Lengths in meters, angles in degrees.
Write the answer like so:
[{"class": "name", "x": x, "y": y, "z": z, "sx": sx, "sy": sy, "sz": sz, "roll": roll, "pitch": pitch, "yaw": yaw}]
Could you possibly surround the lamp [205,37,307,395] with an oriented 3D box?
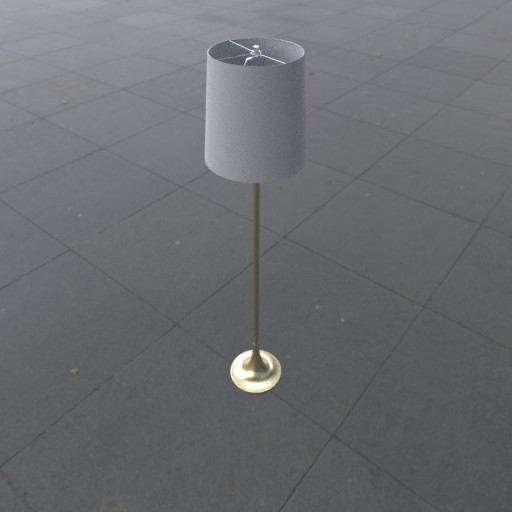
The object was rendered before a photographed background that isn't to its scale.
[{"class": "lamp", "x": 0.000, "y": 0.000, "z": 1.743, "sx": 0.337, "sy": 1.543, "sz": 0.337, "roll": 0, "pitch": 40, "yaw": 0}]
